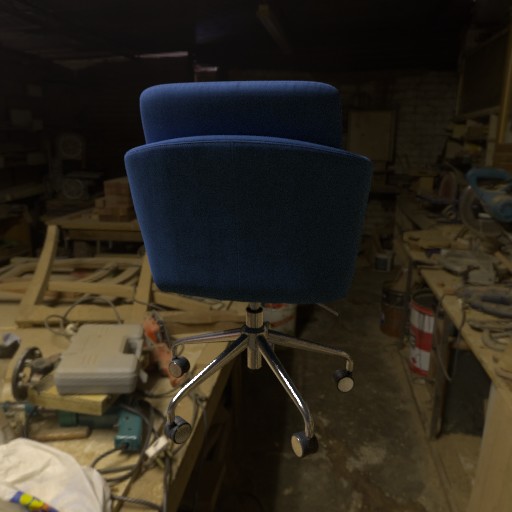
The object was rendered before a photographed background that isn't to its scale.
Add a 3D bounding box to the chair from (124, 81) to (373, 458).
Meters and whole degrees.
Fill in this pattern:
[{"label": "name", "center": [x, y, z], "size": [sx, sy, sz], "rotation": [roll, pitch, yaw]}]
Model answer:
[{"label": "chair", "center": [0.000, 0.000, 1.314], "size": [0.641, 0.908, 0.635], "rotation": [2, 15, 9]}]
